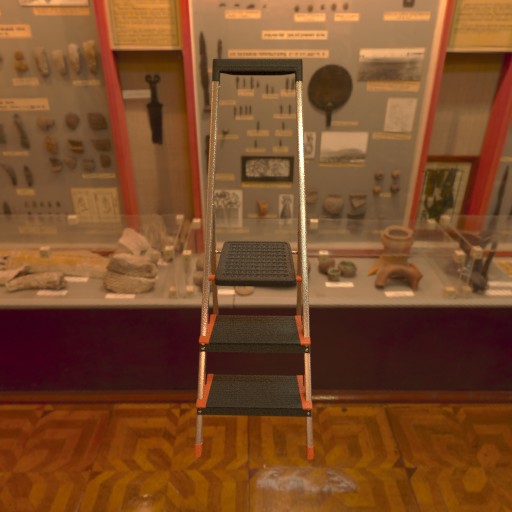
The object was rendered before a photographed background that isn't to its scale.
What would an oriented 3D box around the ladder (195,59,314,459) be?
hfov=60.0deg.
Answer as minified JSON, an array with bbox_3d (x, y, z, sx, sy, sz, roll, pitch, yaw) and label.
[{"bbox_3d":[0.000,0.000,1.547,0.416,1.229,0.686,1,29,1],"label":"ladder"}]
